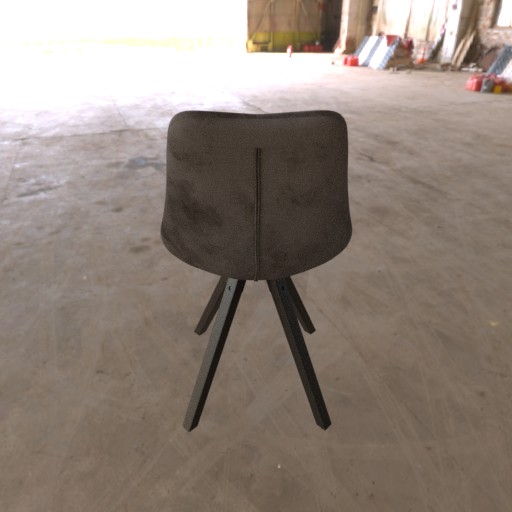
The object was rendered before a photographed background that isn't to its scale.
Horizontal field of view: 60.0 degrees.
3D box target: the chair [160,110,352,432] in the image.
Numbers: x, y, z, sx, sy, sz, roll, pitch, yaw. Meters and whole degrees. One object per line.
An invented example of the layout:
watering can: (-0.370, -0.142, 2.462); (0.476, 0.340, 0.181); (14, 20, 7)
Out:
chair: (0.000, 0.000, 1.193); (0.476, 0.850, 0.550); (0, 29, -1)
